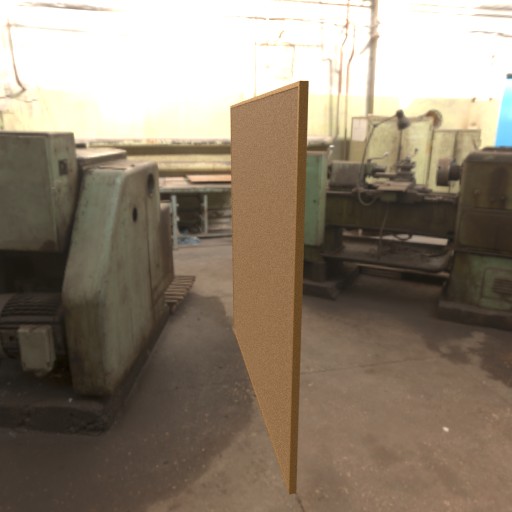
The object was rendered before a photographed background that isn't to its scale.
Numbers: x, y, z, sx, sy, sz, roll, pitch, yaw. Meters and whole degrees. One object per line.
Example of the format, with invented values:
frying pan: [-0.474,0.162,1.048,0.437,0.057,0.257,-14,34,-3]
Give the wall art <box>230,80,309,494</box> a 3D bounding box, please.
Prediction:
wall art: [0.000,0.000,0.972,0.014,0.655,0.657,-3,16,-11]
